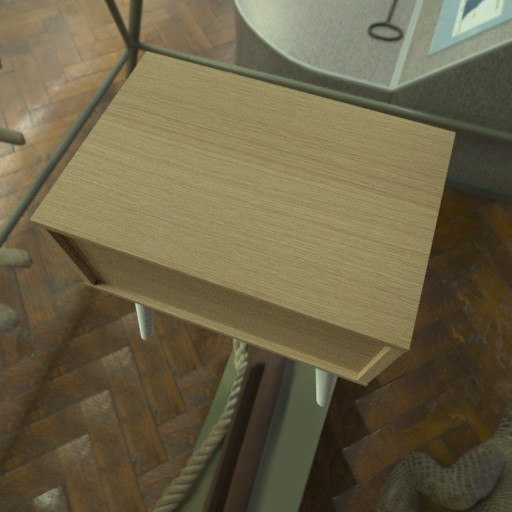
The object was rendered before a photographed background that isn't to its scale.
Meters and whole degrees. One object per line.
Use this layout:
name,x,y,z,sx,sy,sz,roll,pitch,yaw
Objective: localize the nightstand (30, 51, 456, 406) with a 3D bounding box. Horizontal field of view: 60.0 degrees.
nightstand,0.000,0.000,0.975,0.571,0.610,0.407,18,65,9
